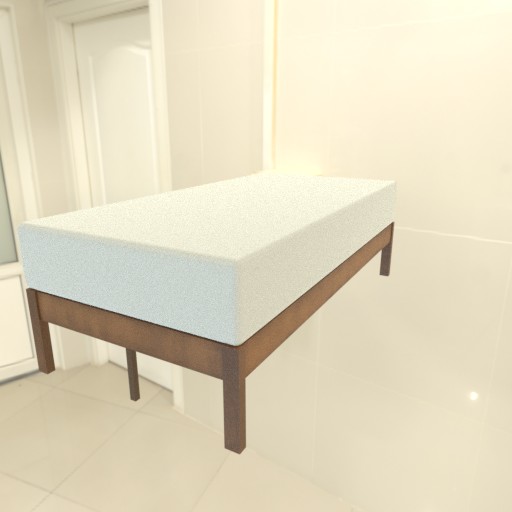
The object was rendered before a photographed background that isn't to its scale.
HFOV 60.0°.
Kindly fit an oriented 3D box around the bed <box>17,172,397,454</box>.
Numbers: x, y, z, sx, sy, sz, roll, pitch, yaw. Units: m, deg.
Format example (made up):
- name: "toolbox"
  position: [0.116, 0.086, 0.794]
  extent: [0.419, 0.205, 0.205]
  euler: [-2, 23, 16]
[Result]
- name: "bed"
  position: [0.000, 0.000, 2.276]
  extent: [0.961, 0.616, 1.902]
  euler: [9, 19, 28]
